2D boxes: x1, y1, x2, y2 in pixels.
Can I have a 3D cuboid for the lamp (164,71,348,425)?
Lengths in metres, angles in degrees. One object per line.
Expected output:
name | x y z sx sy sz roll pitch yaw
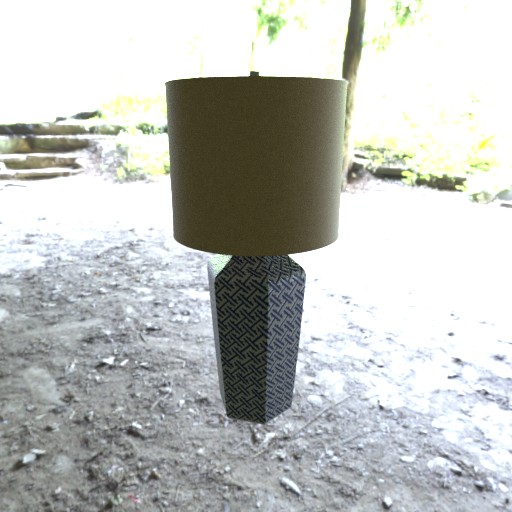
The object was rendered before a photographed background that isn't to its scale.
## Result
lamp | 0.000 0.000 0.884 0.320 0.682 0.320 -3 18 -9
